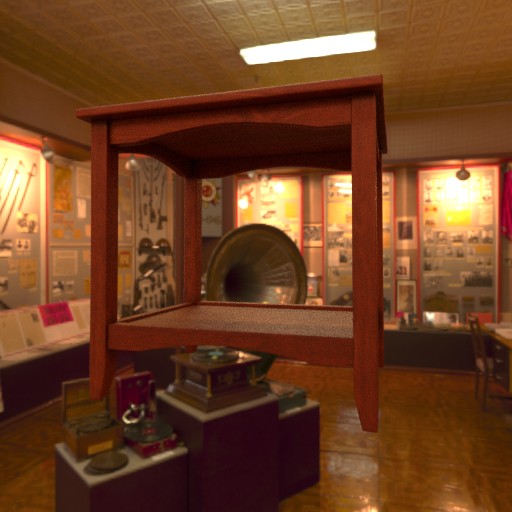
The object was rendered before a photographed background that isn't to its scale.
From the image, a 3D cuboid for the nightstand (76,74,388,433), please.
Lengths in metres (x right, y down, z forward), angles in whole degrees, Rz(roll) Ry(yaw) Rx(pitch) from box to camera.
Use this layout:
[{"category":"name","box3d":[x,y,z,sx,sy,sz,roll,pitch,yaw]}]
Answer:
[{"category":"nightstand","box3d":[0.000,0.000,0.994,0.558,0.558,0.501,0,1,17]}]
